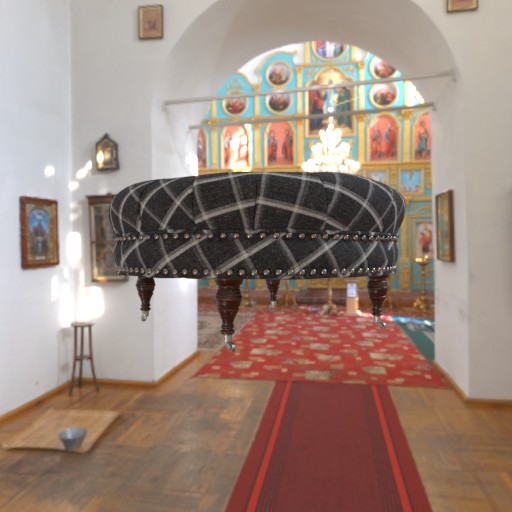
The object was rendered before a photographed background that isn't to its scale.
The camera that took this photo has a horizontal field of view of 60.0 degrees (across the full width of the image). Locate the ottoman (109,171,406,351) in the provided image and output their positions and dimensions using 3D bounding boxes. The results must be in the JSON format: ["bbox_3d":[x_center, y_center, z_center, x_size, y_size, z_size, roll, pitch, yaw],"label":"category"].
[{"bbox_3d":[0.000,0.000,1.403,0.901,0.439,0.901,0,0,0],"label":"ottoman"}]
